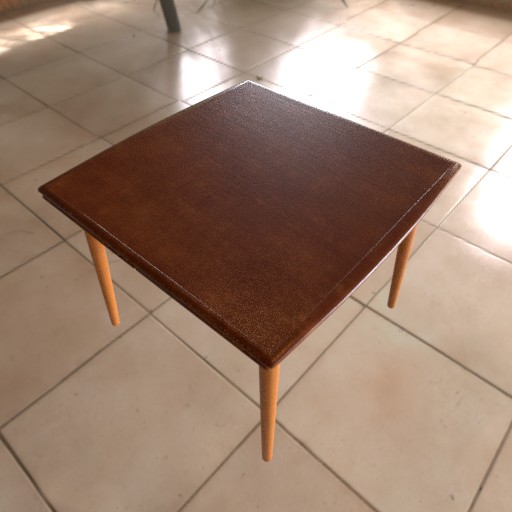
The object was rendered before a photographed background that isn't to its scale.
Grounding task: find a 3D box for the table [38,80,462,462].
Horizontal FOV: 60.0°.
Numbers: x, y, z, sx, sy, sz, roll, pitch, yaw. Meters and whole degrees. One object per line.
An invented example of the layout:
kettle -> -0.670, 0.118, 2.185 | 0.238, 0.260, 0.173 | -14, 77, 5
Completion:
table -> 0.000, 0.000, 1.686 | 0.991, 0.754, 0.991 | 32, 54, 27
